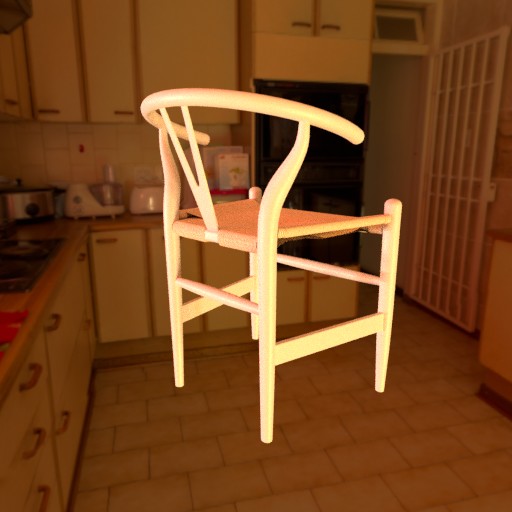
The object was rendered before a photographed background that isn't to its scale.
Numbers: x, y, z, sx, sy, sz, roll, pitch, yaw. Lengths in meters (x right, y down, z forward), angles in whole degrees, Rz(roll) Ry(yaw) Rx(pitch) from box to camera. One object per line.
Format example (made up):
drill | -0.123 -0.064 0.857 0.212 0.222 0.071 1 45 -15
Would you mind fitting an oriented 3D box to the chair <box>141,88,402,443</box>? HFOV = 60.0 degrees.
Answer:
chair | 0.000 0.000 1.098 0.500 0.736 0.533 -13 19 -43
